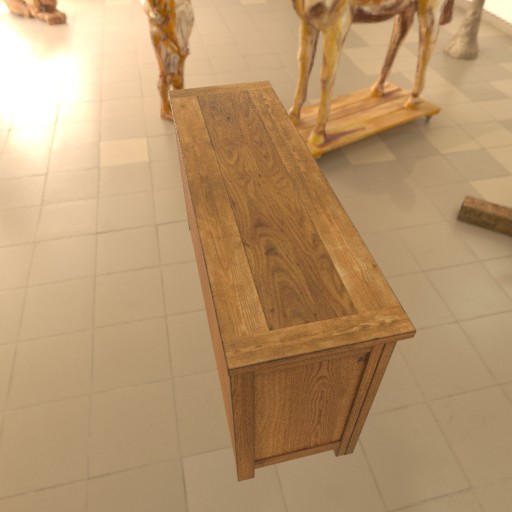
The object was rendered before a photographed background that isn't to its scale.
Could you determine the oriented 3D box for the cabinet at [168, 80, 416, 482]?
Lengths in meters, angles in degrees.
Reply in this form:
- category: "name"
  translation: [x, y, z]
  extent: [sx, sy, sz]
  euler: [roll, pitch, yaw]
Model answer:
- category: "cabinet"
  translation: [0.000, 0.000, 1.847]
  extent: [0.480, 0.813, 1.474]
  euler: [-9, 46, -9]
